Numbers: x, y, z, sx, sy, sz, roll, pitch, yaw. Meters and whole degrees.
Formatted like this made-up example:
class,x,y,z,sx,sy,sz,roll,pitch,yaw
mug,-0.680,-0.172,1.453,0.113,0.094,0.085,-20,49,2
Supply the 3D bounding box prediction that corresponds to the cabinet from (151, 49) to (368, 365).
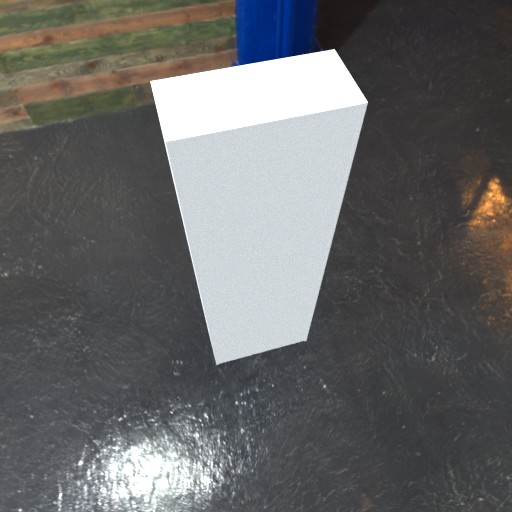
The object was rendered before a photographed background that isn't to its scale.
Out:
class,x,y,z,sx,sy,sz,roll,pitch,yaw
cabinet,0.000,0.000,1.844,0.520,1.630,0.255,-13,59,-8
